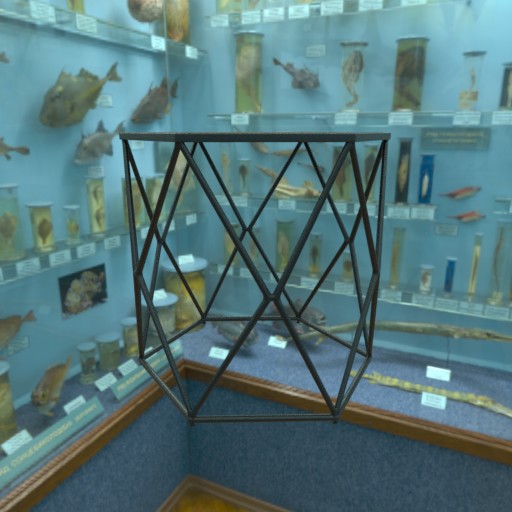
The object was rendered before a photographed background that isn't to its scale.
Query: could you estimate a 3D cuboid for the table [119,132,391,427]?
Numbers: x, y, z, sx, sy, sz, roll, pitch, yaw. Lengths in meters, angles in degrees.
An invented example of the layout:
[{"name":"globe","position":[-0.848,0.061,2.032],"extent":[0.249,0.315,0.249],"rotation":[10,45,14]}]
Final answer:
[{"name":"table","position":[0.000,0.000,1.049],"extent":[0.579,0.564,0.578],"rotation":[8,18,26]}]
